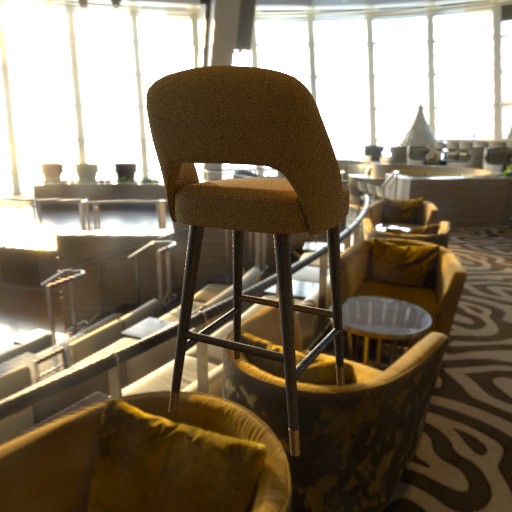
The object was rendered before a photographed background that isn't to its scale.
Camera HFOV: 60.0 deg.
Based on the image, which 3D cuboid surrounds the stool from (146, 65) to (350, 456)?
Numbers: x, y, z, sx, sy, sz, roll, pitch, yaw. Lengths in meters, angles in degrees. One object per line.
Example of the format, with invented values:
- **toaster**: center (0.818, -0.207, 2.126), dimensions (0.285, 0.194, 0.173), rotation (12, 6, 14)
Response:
- **stool**: center (0.000, 0.000, 1.376), dimensions (0.536, 1.032, 0.522), rotation (8, 16, 27)
